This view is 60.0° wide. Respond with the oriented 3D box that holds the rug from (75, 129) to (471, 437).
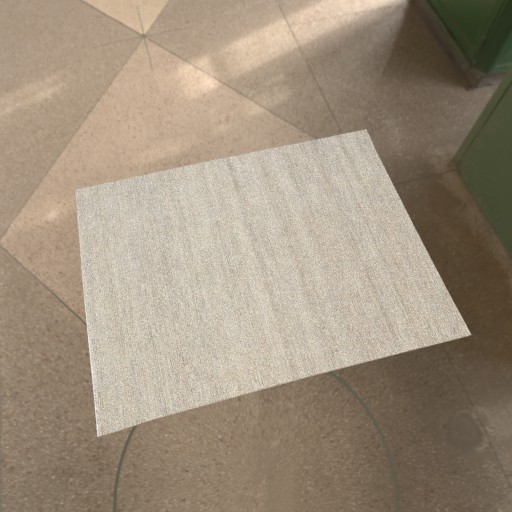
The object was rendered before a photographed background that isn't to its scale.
[{"bbox_3d":[0.000,0.000,4.720,3.626,0.051,2.757,-13,63,-7],"label":"rug"}]
